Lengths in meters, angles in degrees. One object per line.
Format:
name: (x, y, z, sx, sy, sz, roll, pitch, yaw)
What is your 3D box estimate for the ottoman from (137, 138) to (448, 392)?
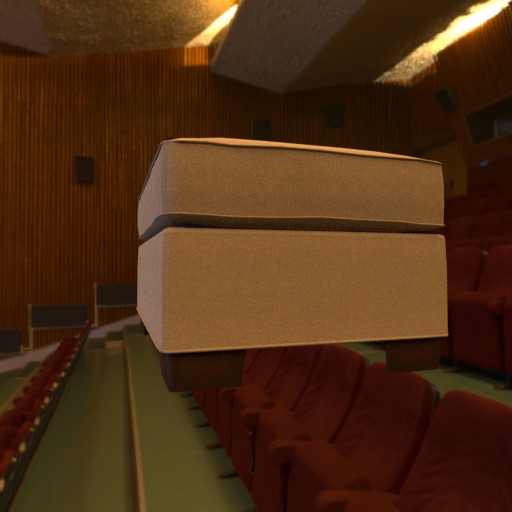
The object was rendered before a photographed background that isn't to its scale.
ottoman: (0.000, 0.000, 1.257, 0.617, 0.503, 0.846, 0, -1, -18)
